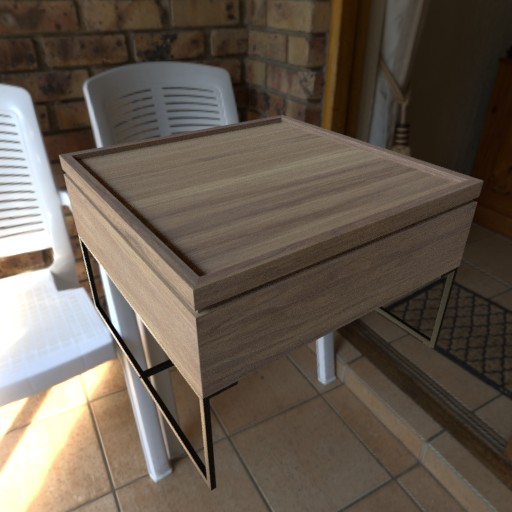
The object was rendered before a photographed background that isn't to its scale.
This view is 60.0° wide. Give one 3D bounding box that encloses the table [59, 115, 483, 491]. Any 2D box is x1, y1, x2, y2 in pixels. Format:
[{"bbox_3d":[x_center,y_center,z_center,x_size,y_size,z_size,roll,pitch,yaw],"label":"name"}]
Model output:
[{"bbox_3d":[0.000,0.000,1.107,0.679,0.464,0.676,-20,36,-29],"label":"table"}]
